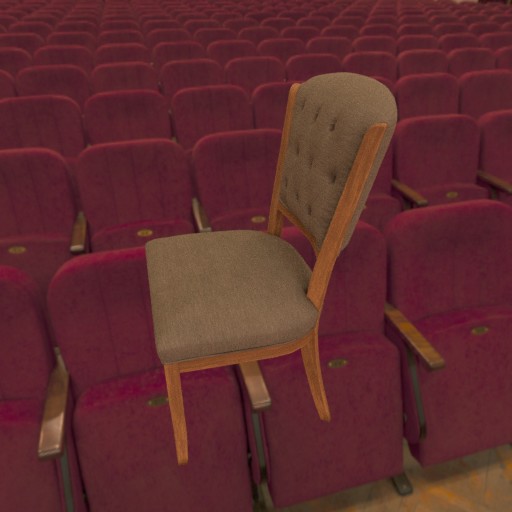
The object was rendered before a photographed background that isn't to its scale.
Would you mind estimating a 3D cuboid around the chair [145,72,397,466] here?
[{"bbox_3d":[0.000,0.000,1.212,0.584,0.905,0.513,-8,31,-13],"label":"chair"}]
